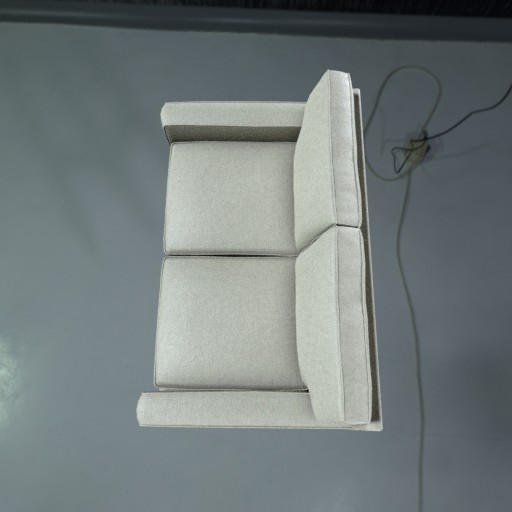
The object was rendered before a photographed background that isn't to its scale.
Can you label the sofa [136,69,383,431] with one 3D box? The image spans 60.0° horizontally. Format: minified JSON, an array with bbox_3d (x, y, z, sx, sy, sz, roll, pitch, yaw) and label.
[{"bbox_3d":[0.000,0.000,2.058,0.940,0.853,1.484,1,73,0],"label":"sofa"}]
